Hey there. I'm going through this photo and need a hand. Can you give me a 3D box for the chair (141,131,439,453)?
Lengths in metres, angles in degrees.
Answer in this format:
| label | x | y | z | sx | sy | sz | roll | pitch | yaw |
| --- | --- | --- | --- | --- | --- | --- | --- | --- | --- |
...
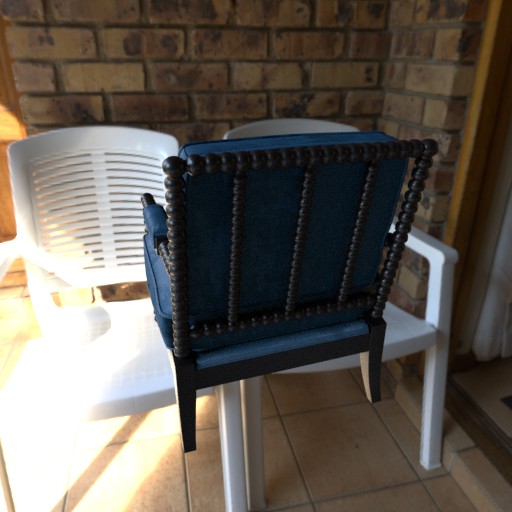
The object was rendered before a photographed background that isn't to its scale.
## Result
| label | x | y | z | sx | sy | sz | roll | pitch | yaw |
| --- | --- | --- | --- | --- | --- | --- | --- | --- | --- |
| chair | 0.000 | 0.000 | 1.441 | 0.688 | 0.857 | 0.805 | -8 | 26 | -17 |
